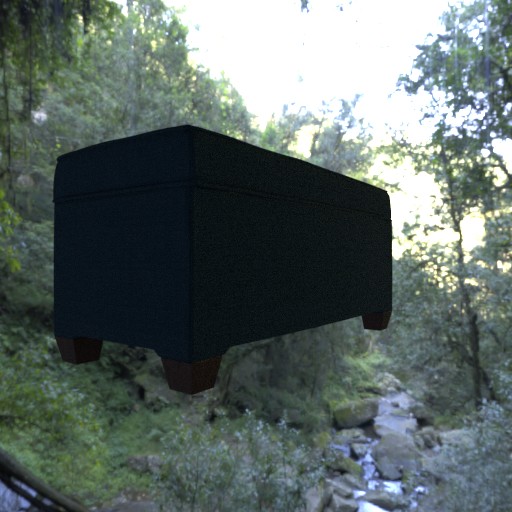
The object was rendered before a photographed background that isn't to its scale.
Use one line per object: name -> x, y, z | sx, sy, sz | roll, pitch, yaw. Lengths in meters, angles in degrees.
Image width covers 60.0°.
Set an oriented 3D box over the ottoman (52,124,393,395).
ottoman -> 0.000, 0.000, 1.221 | 0.474, 0.474, 0.943 | 0, 0, 37
